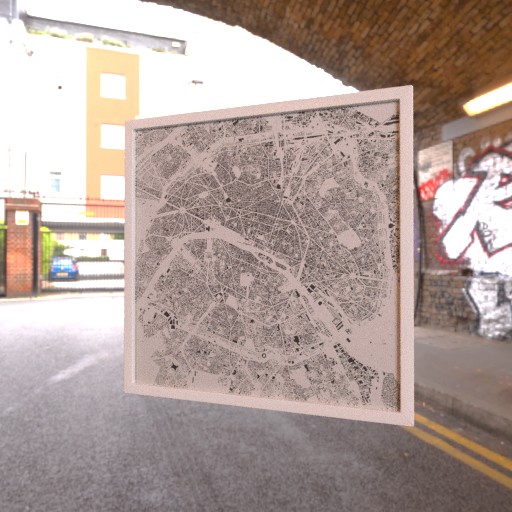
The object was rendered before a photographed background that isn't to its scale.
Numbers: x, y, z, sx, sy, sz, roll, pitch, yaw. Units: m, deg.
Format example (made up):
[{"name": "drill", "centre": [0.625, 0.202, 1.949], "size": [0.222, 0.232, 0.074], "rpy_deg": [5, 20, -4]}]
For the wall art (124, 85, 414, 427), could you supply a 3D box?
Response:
[{"name": "wall art", "centre": [0.000, 0.000, 0.759], "size": [0.508, 0.508, 0.038], "rpy_deg": [0, -1, 19]}]
